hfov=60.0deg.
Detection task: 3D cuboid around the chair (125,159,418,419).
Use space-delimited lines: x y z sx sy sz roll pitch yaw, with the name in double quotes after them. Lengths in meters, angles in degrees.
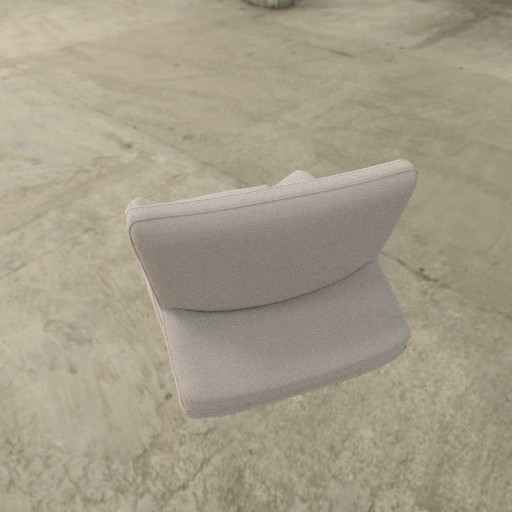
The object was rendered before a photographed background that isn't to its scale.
0.000 0.000 1.640 0.859 0.855 1.008 -12 42 -14 "chair"
